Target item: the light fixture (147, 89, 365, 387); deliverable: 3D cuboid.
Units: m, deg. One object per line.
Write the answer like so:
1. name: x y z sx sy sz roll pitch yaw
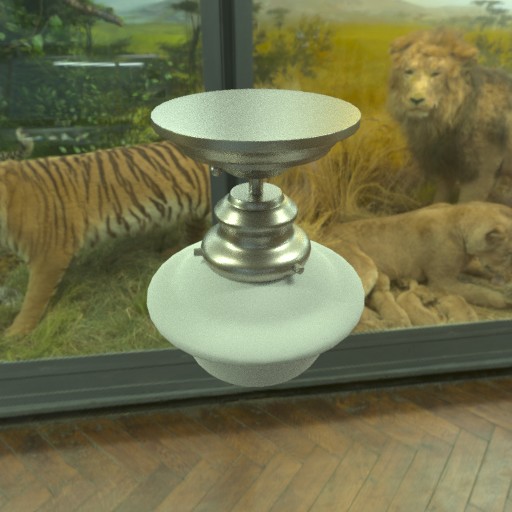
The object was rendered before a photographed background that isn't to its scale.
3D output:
1. light fixture: 0.000 0.000 0.394 0.199 0.254 0.199 0 32 0
